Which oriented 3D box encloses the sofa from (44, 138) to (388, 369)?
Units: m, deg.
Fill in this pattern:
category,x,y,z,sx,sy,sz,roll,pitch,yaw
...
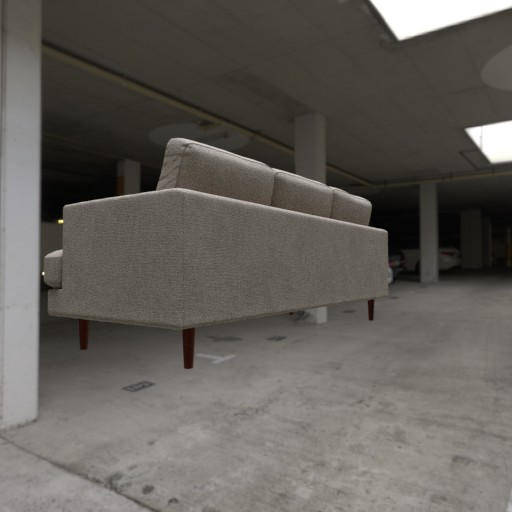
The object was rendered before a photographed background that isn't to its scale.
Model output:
category,x,y,z,sx,sy,sz,roll,pitch,yaw
sofa,0.000,0.000,2.737,0.903,0.930,2.246,-1,-2,35
